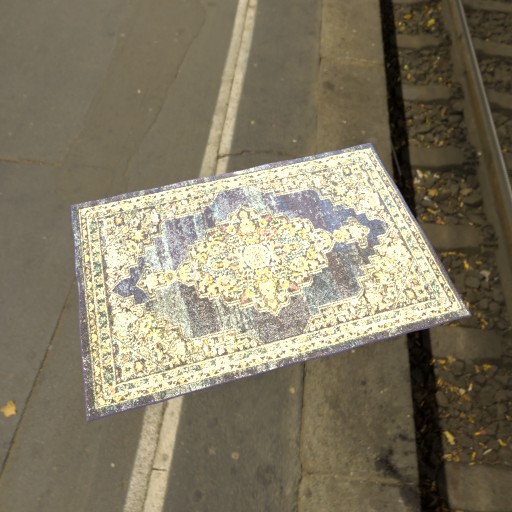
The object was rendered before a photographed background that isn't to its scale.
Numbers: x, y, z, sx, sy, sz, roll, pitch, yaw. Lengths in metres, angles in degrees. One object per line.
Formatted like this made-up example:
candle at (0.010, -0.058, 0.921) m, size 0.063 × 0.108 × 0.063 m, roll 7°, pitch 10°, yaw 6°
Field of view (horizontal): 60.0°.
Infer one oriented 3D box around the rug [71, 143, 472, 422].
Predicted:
rug at (0.000, 0.000, 2.251) m, size 1.781 × 0.012 × 1.184 m, roll -13°, pitch 59°, yaw -8°
